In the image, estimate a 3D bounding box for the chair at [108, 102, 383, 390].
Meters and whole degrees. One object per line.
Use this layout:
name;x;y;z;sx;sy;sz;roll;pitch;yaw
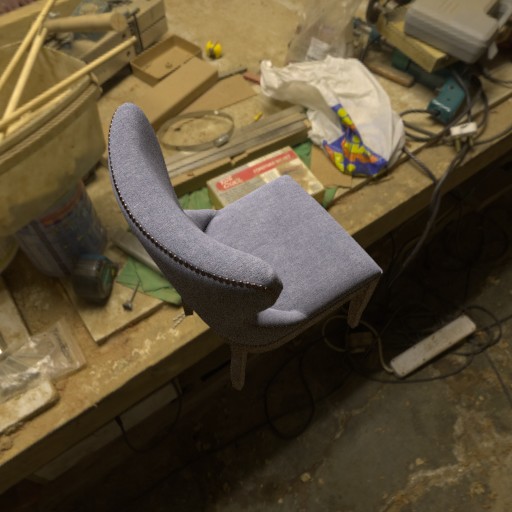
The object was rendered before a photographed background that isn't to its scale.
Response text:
chair;0.000;0.000;1.454;0.681;1.002;0.654;-30;63;-18
